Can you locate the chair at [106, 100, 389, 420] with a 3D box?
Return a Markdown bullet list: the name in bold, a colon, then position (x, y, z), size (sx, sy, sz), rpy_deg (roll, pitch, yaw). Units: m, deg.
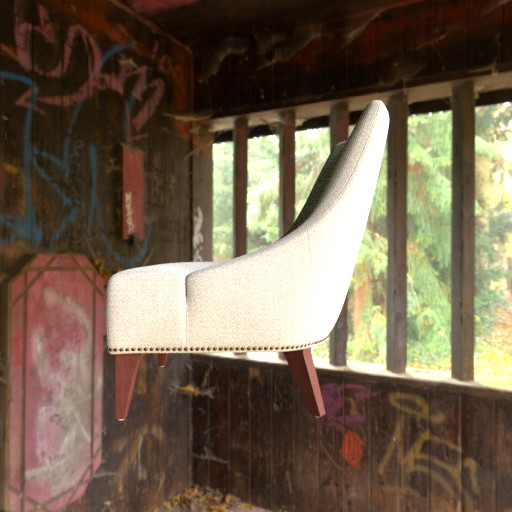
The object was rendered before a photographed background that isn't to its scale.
- **chair**: position (0.000, 0.000, 1.540), size (0.861, 0.909, 0.701), rpy_deg (0, 0, -1)
